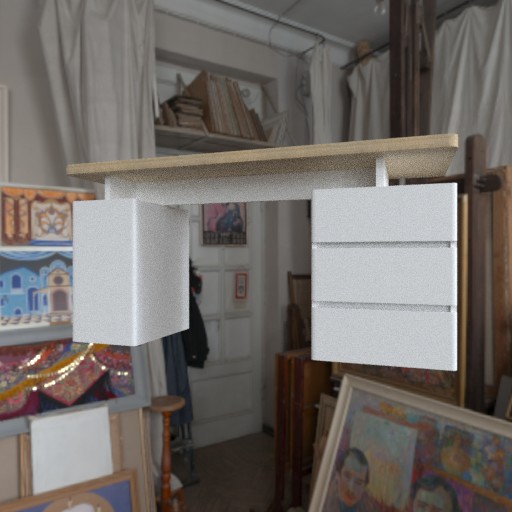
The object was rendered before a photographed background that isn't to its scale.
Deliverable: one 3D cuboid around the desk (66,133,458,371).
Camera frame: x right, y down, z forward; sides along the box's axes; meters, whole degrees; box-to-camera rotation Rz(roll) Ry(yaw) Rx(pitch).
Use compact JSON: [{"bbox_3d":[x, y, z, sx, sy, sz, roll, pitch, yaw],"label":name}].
[{"bbox_3d":[0.000,0.000,1.858,1.500,0.755,0.550,0,0,19],"label":"desk"}]
